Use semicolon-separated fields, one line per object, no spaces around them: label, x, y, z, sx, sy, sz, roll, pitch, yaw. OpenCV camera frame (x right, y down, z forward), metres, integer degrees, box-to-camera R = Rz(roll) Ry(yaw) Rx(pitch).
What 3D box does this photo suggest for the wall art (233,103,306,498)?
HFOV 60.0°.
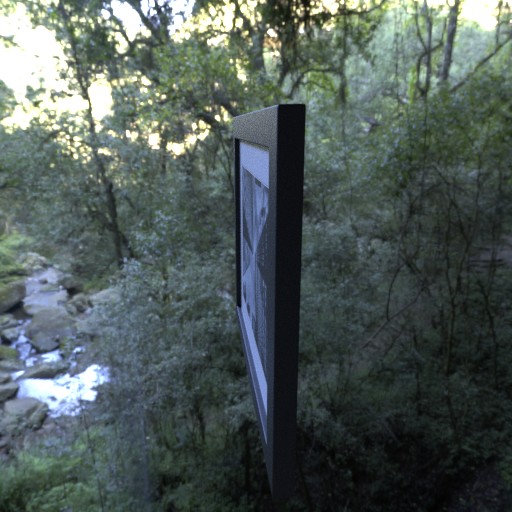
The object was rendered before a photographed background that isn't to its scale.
wall art;0.000;0.000;0.743;0.031;0.457;0.558;-2;16;-7
